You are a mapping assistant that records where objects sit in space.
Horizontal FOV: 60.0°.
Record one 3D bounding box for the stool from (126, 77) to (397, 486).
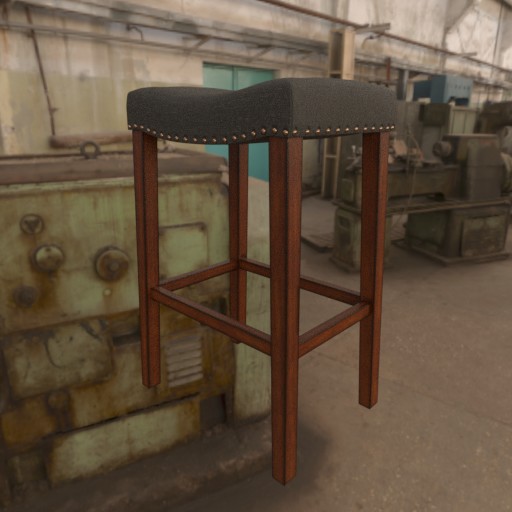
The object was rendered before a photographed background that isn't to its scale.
[{"bbox_3d":[0.000,0.000,1.046,0.502,0.760,0.366,16,24,41],"label":"stool"}]
